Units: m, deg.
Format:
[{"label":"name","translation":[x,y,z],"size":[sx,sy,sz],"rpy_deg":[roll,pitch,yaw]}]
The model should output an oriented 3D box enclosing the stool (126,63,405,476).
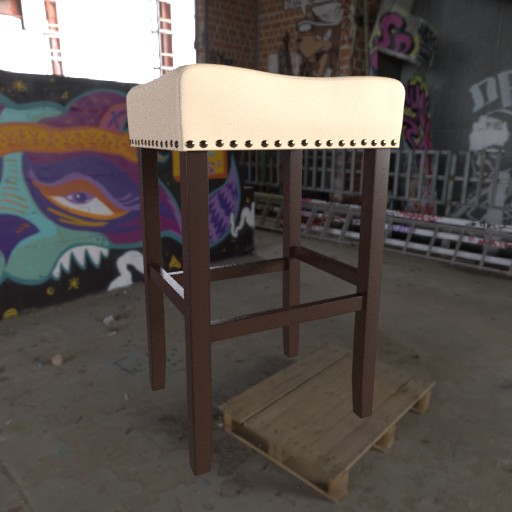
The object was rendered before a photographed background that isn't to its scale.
[{"label":"stool","translation":[0.000,0.000,1.032],"size":[0.471,0.762,0.401],"rpy_deg":[-7,17,-26]}]
